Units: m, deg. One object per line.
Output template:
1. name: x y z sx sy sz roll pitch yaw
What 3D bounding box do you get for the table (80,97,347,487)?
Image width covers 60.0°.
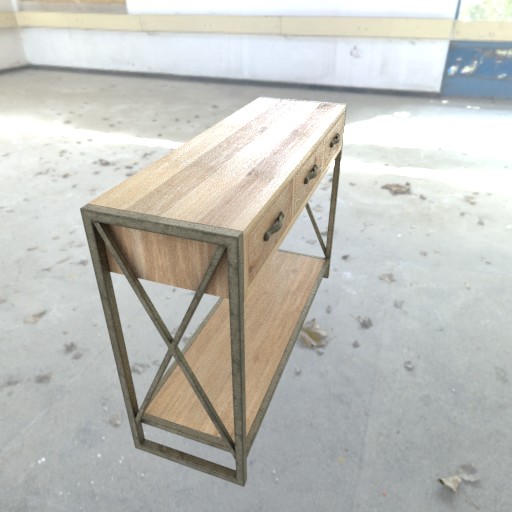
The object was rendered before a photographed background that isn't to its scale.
1. table: 0.000 0.000 1.448 0.361 0.763 1.059 11 33 17
